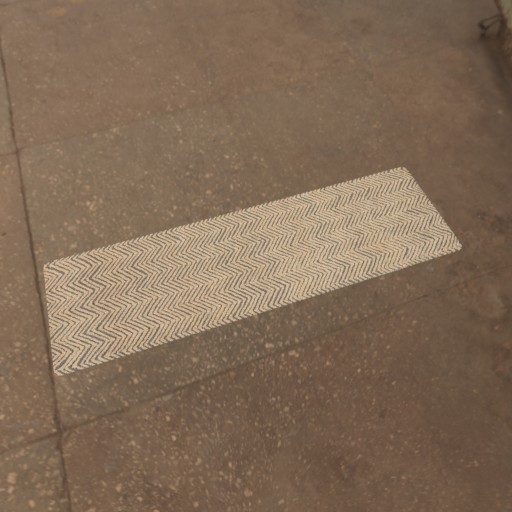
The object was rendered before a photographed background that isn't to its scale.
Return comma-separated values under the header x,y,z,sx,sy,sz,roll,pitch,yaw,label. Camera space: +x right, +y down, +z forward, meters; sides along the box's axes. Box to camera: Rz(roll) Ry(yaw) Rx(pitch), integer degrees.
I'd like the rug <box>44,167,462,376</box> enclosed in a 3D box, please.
x,y,z,sx,sy,sz,roll,pitch,yaw,label
0.000,0.000,2.512,2.286,0.008,0.686,-16,59,-10,rug
